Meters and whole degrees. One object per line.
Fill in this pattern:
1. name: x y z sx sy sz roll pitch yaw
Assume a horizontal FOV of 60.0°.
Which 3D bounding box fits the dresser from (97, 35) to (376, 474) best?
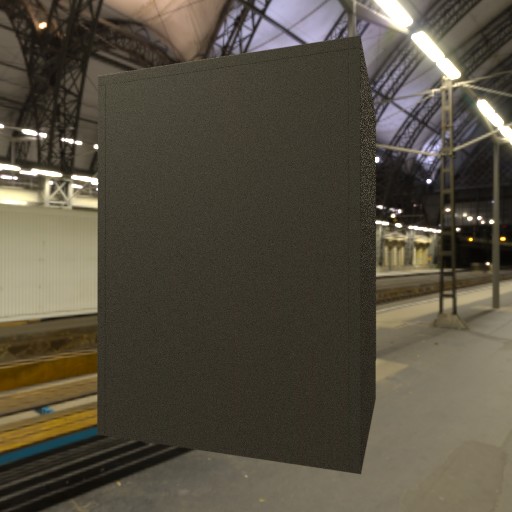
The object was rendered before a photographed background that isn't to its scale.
1. dresser: 0.000 0.000 0.797 0.400 0.560 0.360 0 0 18
